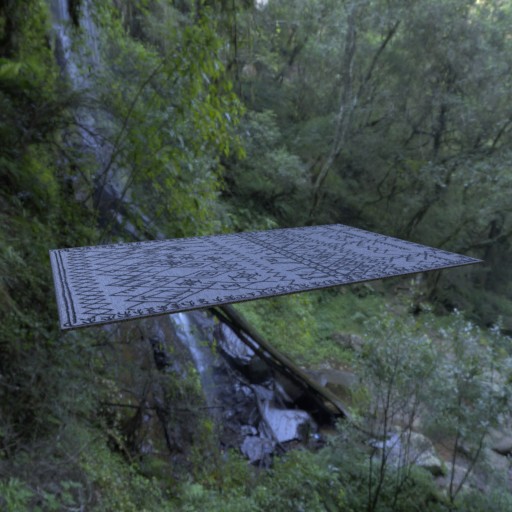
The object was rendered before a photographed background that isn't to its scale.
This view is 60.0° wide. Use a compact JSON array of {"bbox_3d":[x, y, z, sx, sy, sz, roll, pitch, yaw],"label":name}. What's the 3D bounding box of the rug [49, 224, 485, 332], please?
[{"bbox_3d":[0.000,0.000,2.917,2.444,0.012,1.526,-7,15,-25],"label":"rug"}]
